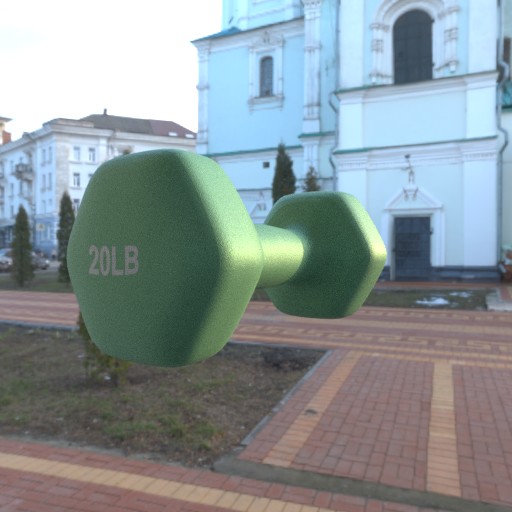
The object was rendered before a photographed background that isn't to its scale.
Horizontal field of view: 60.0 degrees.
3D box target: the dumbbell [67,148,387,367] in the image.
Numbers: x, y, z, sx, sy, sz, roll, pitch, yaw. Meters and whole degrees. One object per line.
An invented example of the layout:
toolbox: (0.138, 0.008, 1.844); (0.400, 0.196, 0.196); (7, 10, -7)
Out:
dumbbell: (0.000, 0.000, 0.334); (0.129, 0.117, 0.260); (1, 1, 36)
